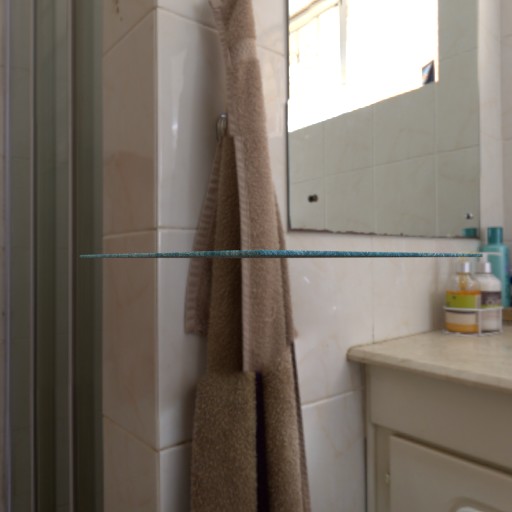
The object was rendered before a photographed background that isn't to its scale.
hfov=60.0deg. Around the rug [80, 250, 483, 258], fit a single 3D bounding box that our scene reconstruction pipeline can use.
[{"bbox_3d":[0.000,0.000,4.312,2.405,0.027,3.217,0,-1,-37],"label":"rug"}]
